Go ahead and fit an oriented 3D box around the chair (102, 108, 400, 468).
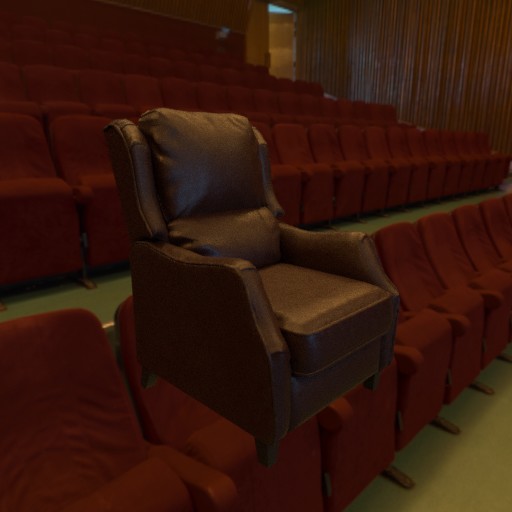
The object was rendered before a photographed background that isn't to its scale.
[{"bbox_3d":[0.000,0.000,1.763,0.982,1.132,0.770,14,19,43],"label":"chair"}]
